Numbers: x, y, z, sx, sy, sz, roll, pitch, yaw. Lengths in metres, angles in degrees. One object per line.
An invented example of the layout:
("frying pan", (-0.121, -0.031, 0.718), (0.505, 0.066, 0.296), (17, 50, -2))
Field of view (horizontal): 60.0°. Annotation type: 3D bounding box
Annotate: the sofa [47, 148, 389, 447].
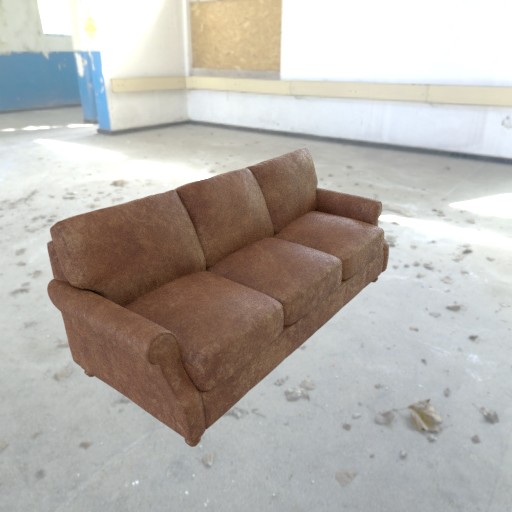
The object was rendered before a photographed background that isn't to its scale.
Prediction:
("sofa", (0.000, 0.000, 2.820), (0.973, 0.977, 2.351), (18, 30, 33))
